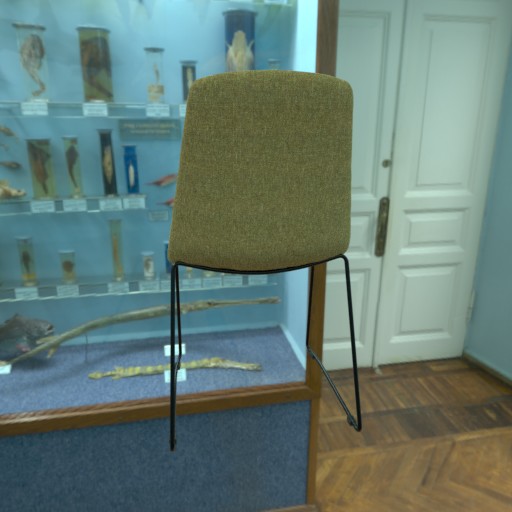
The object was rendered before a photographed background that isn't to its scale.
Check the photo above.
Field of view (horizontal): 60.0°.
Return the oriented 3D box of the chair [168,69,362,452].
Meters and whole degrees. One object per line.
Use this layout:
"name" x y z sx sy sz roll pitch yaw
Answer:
"chair" 0.000 0.000 1.153 0.479 0.849 0.496 -3 17 -8
